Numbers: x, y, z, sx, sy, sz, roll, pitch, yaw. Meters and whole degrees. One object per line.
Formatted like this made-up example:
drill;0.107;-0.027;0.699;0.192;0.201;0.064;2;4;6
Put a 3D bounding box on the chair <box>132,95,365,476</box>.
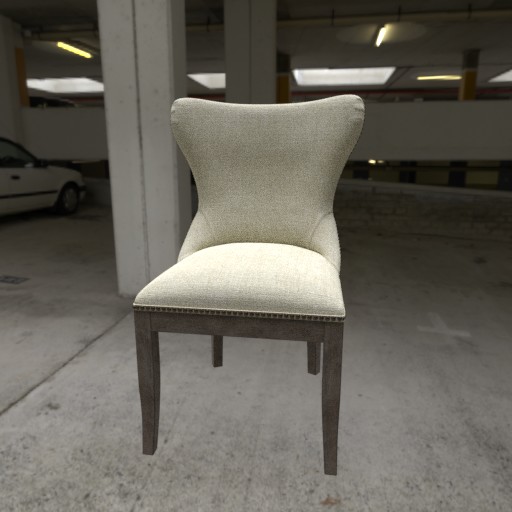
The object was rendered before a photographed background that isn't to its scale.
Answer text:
chair;0.000;0.000;1.404;0.654;1.002;0.681;2;13;9
